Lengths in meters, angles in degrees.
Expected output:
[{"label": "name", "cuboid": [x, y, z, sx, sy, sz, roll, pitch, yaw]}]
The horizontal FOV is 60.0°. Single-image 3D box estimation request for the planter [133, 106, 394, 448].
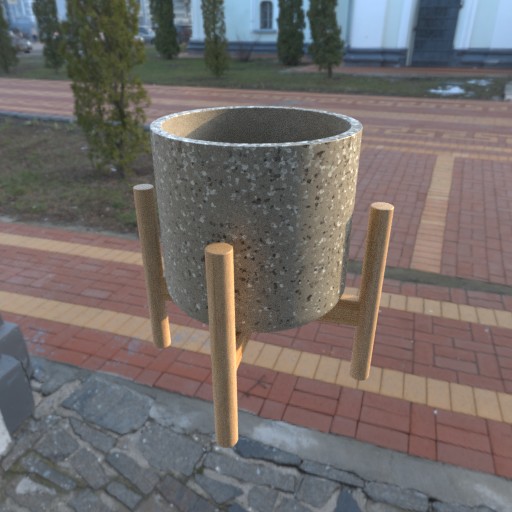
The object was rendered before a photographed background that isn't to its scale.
[{"label": "planter", "cuboid": [0.000, 0.000, 0.545, 0.284, 0.320, 0.284, 18, 32, 31]}]
